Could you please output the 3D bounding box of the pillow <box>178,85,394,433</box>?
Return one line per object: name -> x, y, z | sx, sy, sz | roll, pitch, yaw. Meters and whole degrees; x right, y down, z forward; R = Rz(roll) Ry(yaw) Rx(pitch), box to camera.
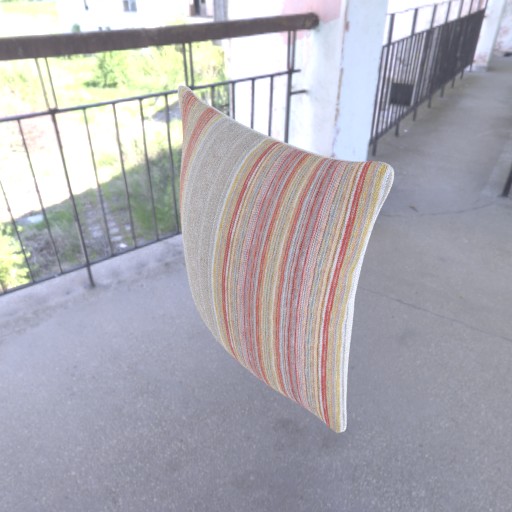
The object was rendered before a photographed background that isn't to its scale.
pillow -> 0.000, 0.000, 0.711 | 0.191, 0.449, 0.451 | -21, 38, -30
